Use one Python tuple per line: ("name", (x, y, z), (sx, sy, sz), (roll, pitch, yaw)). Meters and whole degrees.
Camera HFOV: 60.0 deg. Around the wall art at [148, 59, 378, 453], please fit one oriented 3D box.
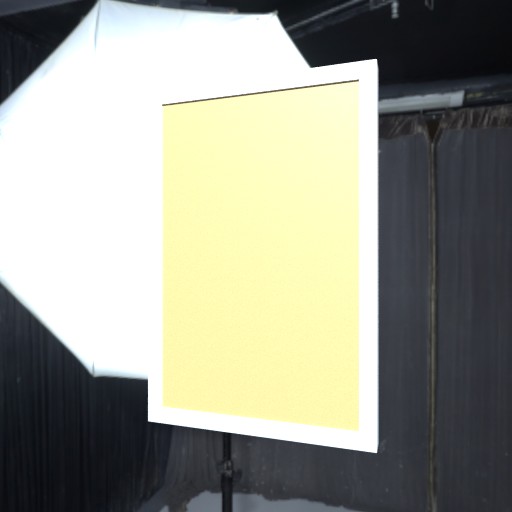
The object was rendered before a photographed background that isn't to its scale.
("wall art", (0.000, 0.000, 0.771), (0.408, 0.611, 0.038), (0, 0, 19))
